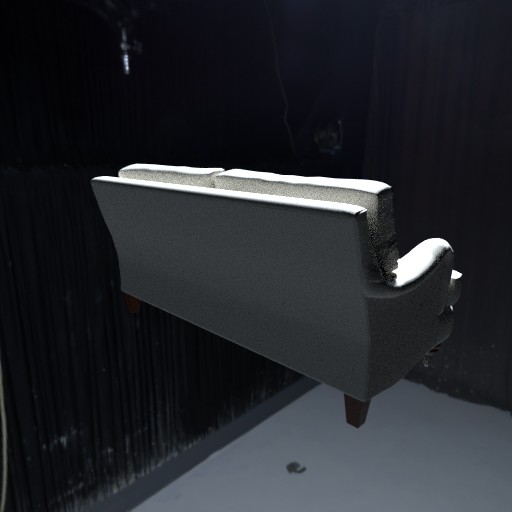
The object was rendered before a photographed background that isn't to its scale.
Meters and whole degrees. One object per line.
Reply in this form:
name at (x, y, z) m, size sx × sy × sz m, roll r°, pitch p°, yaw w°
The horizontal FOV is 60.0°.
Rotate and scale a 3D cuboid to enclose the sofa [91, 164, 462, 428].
sofa at (0.000, 0.000, 2.749) m, size 2.159 × 1.087 × 1.086 m, roll 14°, pitch 20°, yaw 43°
